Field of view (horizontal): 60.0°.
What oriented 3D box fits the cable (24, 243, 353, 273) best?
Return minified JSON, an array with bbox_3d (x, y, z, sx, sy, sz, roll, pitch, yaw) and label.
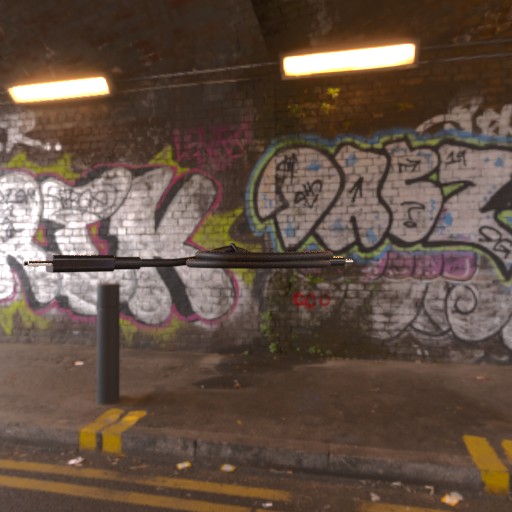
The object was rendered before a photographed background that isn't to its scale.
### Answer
[{"bbox_3d":[0.000,0.000,0.215,0.192,0.014,0.070,0,0,-37],"label":"cable"}]
